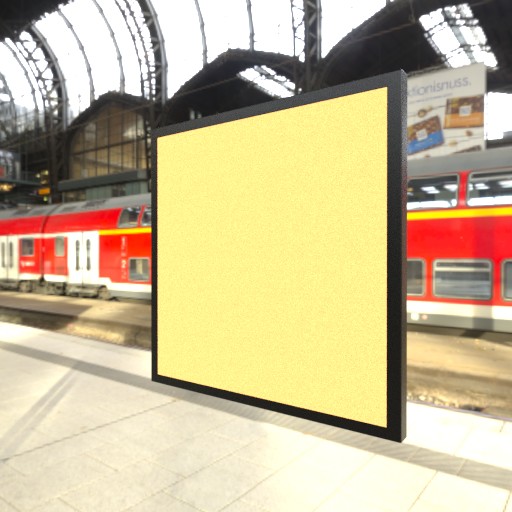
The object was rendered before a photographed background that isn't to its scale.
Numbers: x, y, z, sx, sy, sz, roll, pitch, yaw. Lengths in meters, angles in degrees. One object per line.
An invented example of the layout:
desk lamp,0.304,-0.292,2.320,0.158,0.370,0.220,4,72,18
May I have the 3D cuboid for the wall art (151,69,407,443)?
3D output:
wall art,0.000,0.000,1.135,0.755,0.761,0.038,0,0,36
